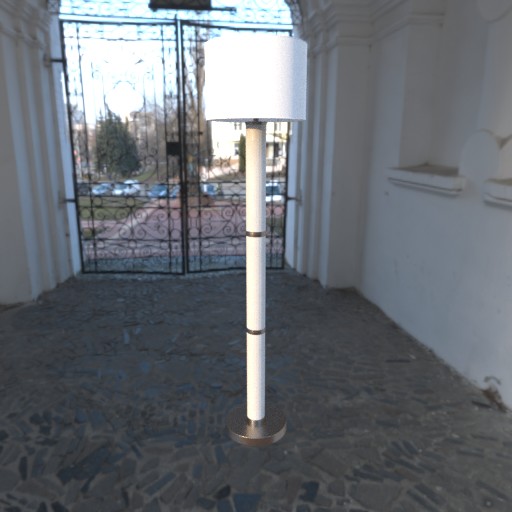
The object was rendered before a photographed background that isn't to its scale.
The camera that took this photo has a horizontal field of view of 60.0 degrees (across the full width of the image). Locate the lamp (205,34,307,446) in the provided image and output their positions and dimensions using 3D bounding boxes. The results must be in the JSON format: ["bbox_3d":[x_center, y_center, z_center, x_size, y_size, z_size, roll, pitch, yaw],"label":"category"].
[{"bbox_3d":[0.000,0.000,1.820,0.377,1.599,0.377,2,15,8],"label":"lamp"}]
